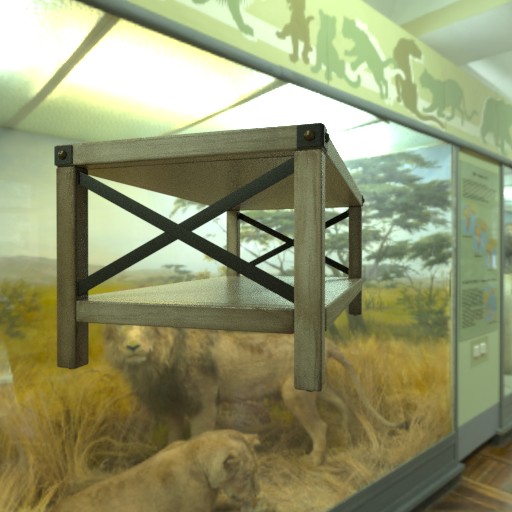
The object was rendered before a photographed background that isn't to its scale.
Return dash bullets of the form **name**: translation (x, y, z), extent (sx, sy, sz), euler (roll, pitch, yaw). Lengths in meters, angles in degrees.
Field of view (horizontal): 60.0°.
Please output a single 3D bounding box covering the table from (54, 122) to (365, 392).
- **table**: translation (0.000, 0.000, 1.294), extent (0.559, 0.456, 1.016), euler (0, 0, 17)
